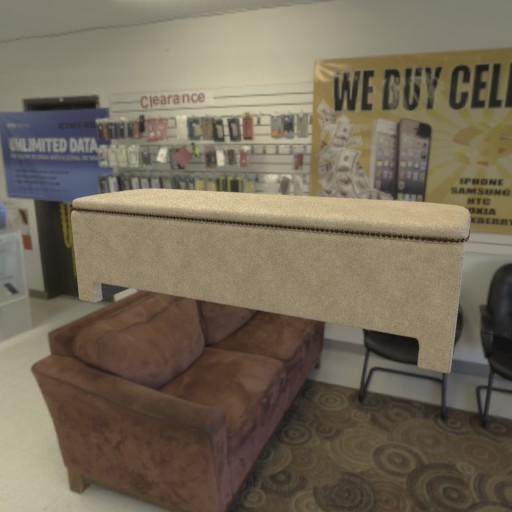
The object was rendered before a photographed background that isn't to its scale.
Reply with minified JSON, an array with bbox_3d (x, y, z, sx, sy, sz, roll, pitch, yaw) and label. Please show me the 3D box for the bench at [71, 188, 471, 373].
[{"bbox_3d":[0.000,0.000,1.735,1.482,0.447,0.470,7,16,25],"label":"bench"}]
